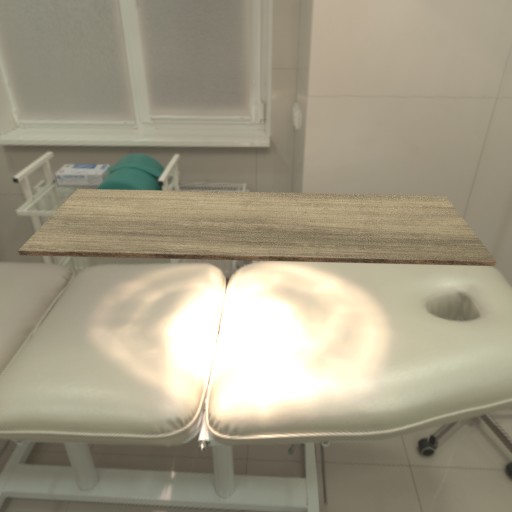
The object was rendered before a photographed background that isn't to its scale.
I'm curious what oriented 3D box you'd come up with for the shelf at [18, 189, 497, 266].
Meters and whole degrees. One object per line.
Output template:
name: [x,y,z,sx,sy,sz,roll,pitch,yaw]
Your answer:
shelf: [0.000,0.000,0.681,0.610,0.125,0.200,1,32,2]
